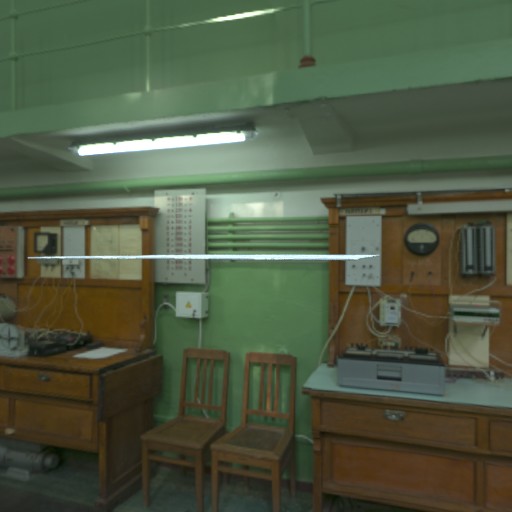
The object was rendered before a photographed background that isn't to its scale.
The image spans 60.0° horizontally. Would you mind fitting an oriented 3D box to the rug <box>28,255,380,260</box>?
[{"bbox_3d":[0.000,0.000,2.217,1.148,0.010,1.754,0,0,18],"label":"rug"}]
